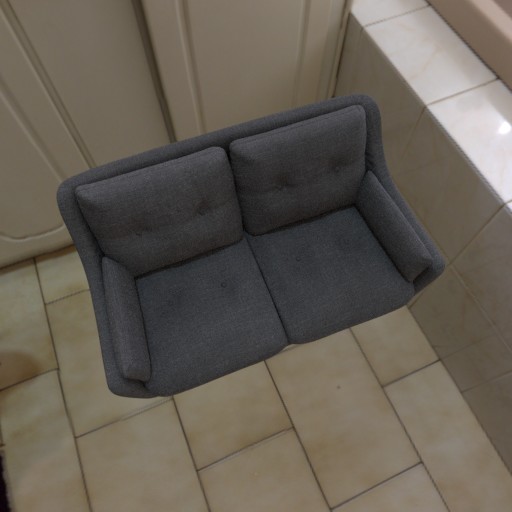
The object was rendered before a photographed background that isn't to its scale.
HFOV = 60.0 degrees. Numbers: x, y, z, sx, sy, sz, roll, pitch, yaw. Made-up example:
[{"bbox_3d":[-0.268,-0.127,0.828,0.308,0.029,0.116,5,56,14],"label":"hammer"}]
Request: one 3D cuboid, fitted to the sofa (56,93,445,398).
[{"bbox_3d":[0.000,0.000,2.249,1.646,0.887,0.976,-19,65,-9],"label":"sofa"}]
